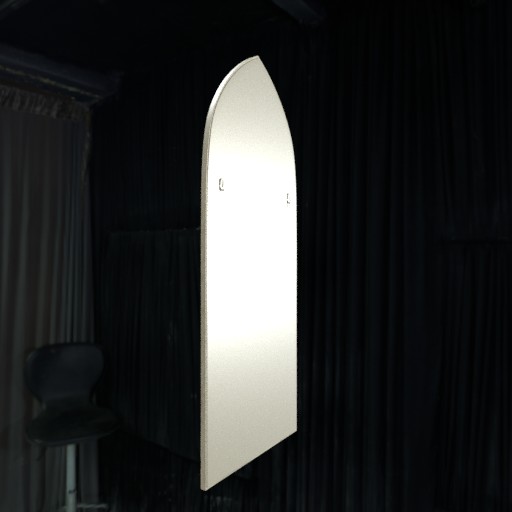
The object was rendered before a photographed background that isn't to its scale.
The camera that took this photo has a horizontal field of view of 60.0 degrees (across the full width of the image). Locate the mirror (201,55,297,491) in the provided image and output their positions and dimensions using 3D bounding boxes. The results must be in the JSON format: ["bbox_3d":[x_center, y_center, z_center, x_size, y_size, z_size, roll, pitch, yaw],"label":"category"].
[{"bbox_3d":[0.000,0.000,1.303,0.025,1.175,0.464,0,0,35],"label":"mirror"}]
